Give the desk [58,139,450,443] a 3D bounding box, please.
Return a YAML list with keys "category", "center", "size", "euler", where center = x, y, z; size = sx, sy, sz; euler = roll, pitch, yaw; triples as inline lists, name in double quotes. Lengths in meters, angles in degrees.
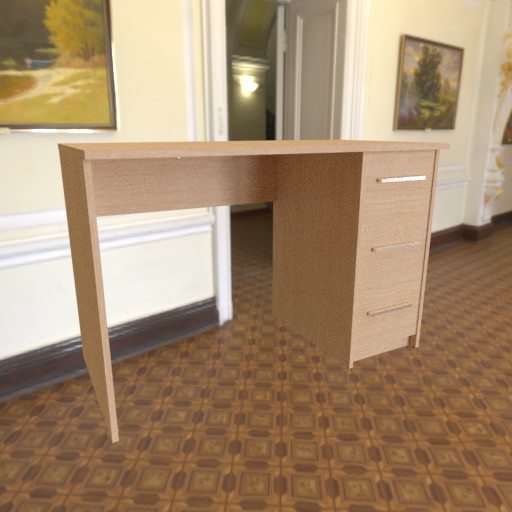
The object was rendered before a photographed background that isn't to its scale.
- category: "desk"
  center: [0.000, 0.000, 1.490]
  size: [1.097, 0.735, 0.560]
  euler: [-8, 18, -27]
